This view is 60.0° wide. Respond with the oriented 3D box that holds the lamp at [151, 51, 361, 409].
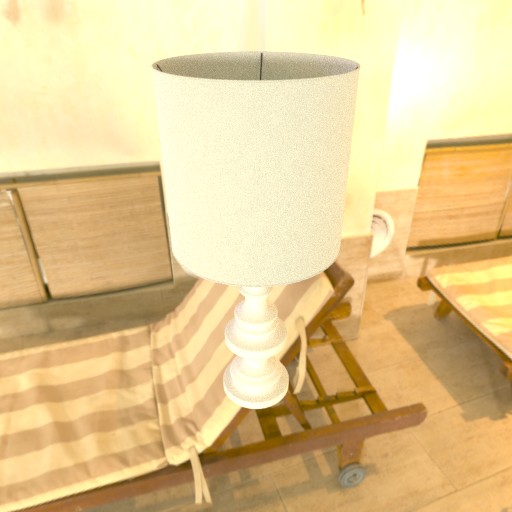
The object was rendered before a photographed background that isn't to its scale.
[{"bbox_3d":[0.000,0.000,0.566,0.208,0.455,0.208,-8,32,-13],"label":"lamp"}]
